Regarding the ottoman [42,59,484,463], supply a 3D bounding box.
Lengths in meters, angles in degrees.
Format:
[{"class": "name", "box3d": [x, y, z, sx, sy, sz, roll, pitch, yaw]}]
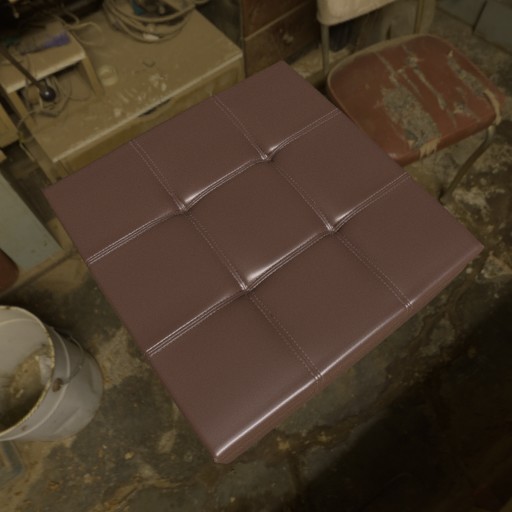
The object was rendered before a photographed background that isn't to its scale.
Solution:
[{"class": "ottoman", "box3d": [0.000, 0.000, 1.267, 0.787, 0.460, 0.788, -34, 69, -15]}]
